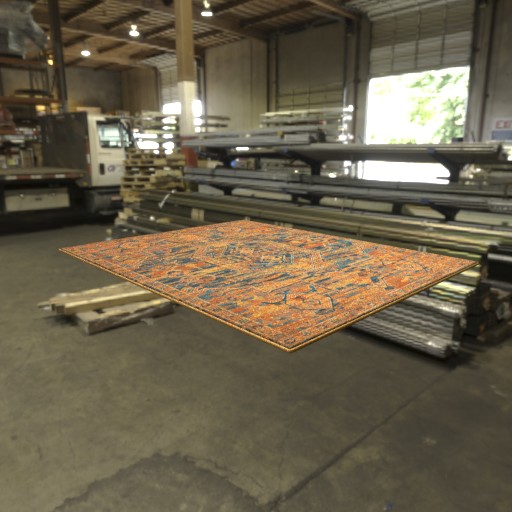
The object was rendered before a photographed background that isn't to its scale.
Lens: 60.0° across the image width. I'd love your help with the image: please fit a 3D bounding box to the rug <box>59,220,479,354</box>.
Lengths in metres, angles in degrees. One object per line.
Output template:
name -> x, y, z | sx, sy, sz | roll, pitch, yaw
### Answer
rug -> 0.000, 0.000, 4.070 | 2.435, 0.031, 3.040 | -13, 19, -42
